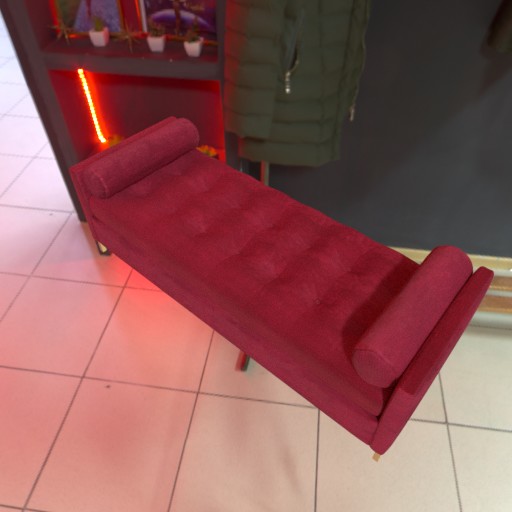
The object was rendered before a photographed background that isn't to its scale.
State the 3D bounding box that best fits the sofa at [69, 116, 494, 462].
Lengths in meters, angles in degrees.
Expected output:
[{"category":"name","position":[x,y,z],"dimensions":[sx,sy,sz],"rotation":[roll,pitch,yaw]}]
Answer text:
[{"category":"sofa","position":[0.000,0.000,2.390],"dimensions":[2.102,0.705,0.796],"rotation":[32,54,27]}]
